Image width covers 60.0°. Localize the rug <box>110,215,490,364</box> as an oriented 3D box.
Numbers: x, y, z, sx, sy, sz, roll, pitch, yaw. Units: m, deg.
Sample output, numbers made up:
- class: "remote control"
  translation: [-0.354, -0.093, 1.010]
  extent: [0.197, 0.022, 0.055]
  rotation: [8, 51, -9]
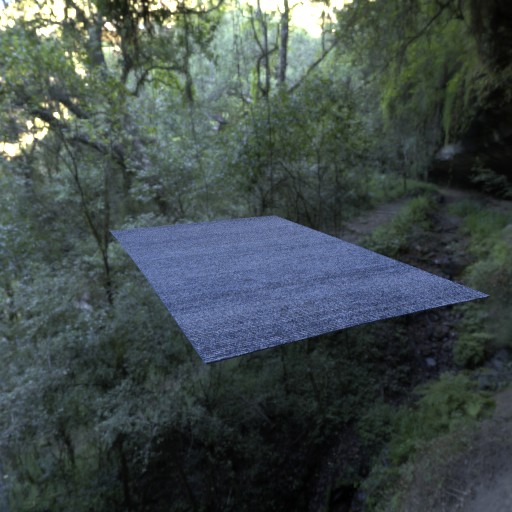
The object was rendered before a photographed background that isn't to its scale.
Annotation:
- class: "rug"
  translation: [0.000, 0.000, 2.176]
  extent: [1.135, 0.010, 1.740]
  rotation: [-8, 18, -24]
